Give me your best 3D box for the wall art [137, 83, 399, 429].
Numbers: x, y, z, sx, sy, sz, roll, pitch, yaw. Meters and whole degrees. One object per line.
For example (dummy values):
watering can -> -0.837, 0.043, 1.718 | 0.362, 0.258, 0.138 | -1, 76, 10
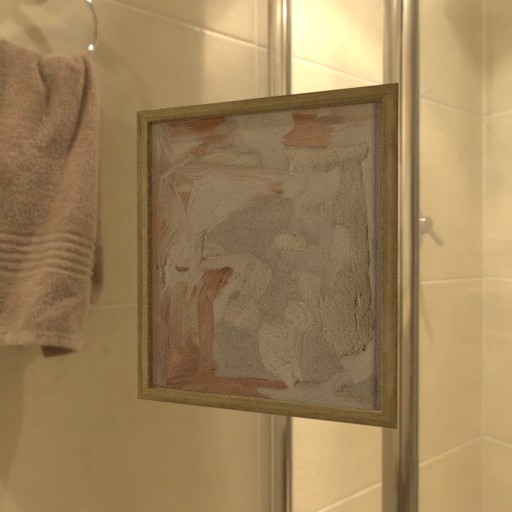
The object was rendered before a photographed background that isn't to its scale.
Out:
wall art -> 0.000, 0.000, 0.792 | 0.483, 0.559, 0.009 | 0, 1, 18
